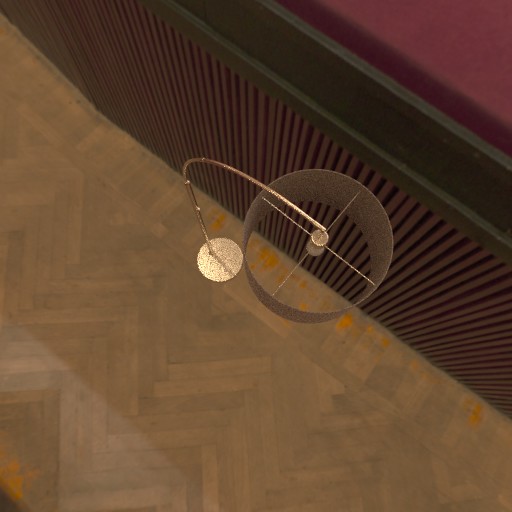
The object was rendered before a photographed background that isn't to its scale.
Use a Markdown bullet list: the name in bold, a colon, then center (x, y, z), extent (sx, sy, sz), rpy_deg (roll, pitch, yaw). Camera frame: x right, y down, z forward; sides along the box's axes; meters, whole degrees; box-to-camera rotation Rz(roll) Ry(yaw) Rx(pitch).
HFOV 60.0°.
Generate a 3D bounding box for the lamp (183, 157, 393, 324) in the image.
- **lamp**: center (0.000, 0.000, 2.115), extent (0.934, 1.735, 0.452), rpy_deg (39, 78, 10)
